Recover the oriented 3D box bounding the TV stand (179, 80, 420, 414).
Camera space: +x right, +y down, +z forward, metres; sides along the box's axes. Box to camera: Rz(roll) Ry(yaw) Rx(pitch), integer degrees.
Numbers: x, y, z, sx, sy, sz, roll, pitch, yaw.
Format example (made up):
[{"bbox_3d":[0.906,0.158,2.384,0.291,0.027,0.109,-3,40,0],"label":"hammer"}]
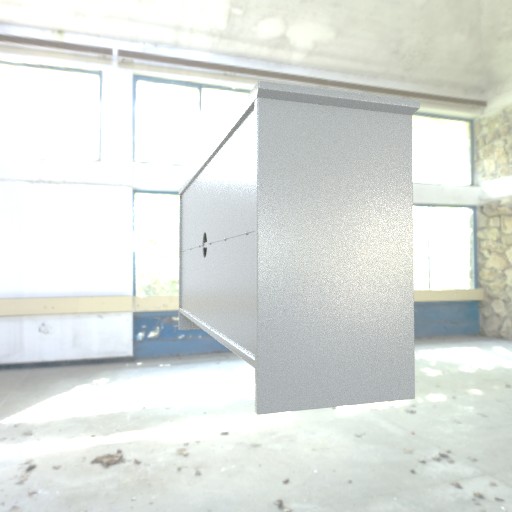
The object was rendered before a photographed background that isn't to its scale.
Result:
[{"bbox_3d":[0.000,0.000,1.400,0.344,0.603,1.167,0,-2,-17],"label":"TV stand"}]
